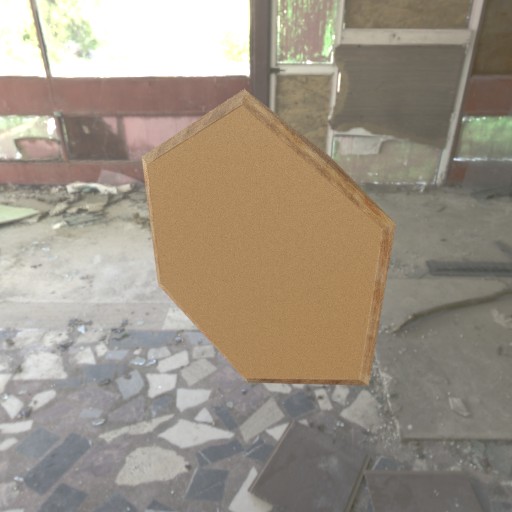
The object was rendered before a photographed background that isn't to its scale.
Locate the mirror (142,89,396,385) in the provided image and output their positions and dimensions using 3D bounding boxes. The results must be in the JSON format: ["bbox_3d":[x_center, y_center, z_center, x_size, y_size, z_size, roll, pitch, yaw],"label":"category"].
[{"bbox_3d":[0.000,0.000,1.081,0.675,0.779,0.091,20,35,32],"label":"mirror"}]
